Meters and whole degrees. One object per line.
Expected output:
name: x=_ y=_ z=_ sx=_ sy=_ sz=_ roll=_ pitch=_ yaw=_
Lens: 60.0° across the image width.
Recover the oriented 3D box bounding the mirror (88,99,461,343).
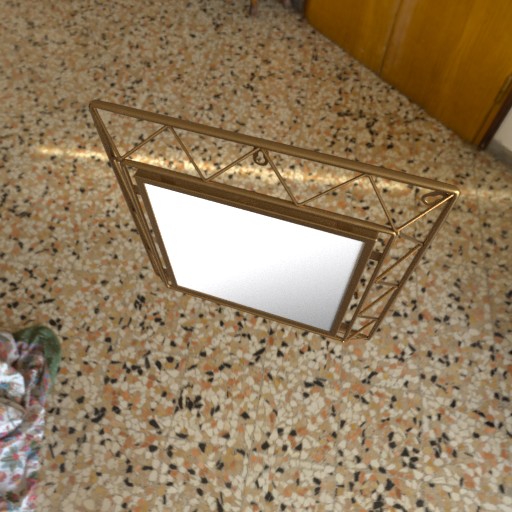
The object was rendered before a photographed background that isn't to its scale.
mirror: x=0.000 y=0.000 z=0.633 sx=0.416 sy=0.414 sz=0.046 roll=16 pitch=60 yaw=9
